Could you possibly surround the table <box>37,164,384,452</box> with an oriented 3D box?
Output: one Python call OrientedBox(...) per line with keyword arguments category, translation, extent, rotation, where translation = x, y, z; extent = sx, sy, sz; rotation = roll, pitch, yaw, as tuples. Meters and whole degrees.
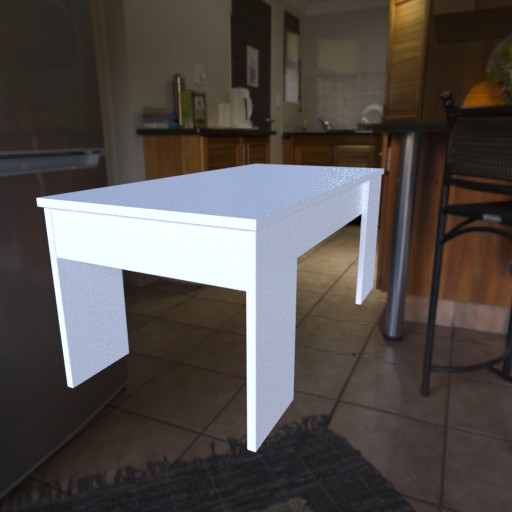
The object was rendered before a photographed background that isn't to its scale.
OrientedBox(category="table", translation=(0.000, 0.000, 1.284), extent=(0.500, 0.440, 1.000), rotation=(8, 18, 25))
